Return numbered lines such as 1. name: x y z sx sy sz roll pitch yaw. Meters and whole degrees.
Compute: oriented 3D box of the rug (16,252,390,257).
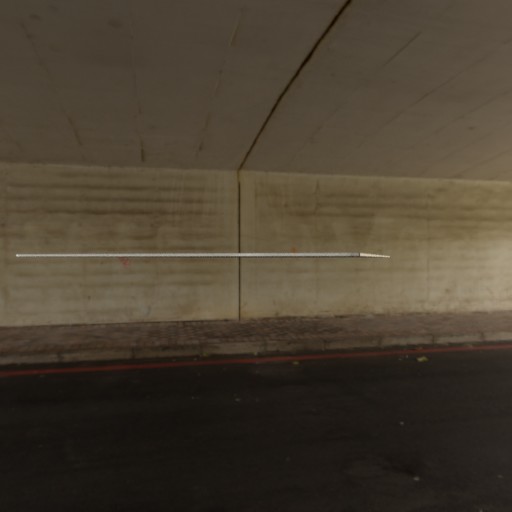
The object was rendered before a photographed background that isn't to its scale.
1. rug: 0.000 0.000 2.812 1.532 0.017 2.244 0 0 19
